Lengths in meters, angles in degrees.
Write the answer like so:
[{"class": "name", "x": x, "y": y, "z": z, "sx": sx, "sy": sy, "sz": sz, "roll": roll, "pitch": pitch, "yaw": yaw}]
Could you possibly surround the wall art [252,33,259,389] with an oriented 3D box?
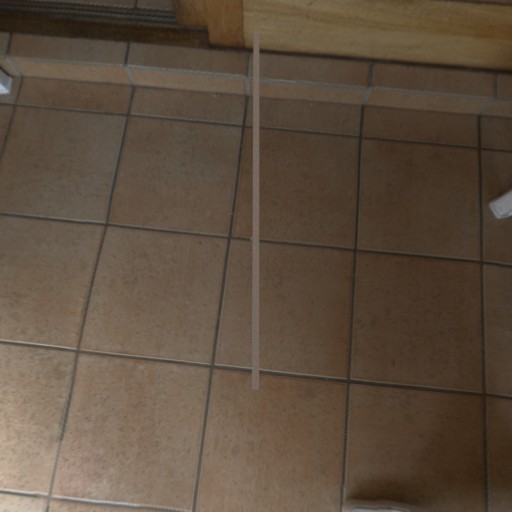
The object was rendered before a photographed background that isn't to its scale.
[{"class": "wall art", "x": 0.000, "y": 0.000, "z": 1.380, "sx": 0.013, "sy": 1.016, "sz": 0.758, "roll": 0, "pitch": 75, "yaw": 0}]
